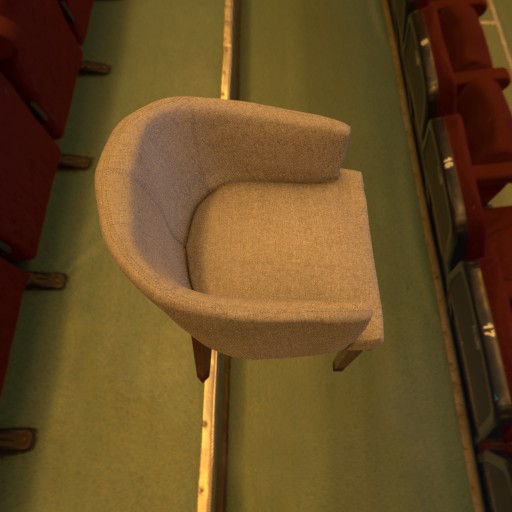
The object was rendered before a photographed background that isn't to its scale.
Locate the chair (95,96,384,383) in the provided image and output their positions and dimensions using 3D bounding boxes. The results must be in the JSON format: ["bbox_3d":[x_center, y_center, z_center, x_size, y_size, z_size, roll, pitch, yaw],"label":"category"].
[{"bbox_3d":[0.000,0.000,1.253,0.655,0.811,0.583,0,64,0],"label":"chair"}]
